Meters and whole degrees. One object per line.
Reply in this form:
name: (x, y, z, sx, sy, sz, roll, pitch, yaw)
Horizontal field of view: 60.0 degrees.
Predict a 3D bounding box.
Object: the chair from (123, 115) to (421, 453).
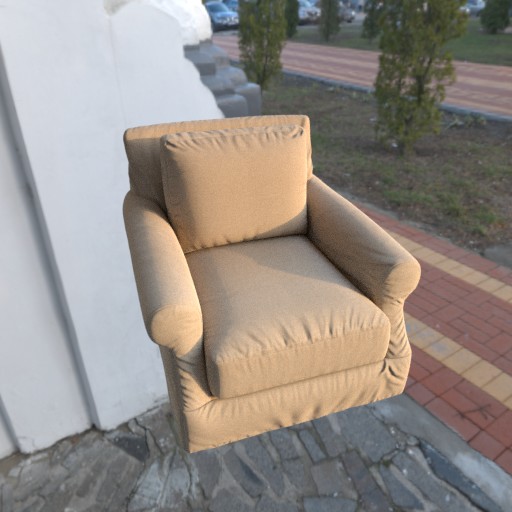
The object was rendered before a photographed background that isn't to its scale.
chair: (0.000, 0.000, 1.739, 0.940, 0.866, 1.066, -9, 31, -16)
